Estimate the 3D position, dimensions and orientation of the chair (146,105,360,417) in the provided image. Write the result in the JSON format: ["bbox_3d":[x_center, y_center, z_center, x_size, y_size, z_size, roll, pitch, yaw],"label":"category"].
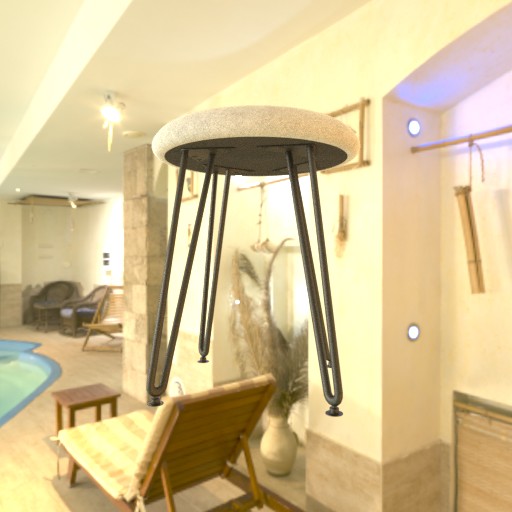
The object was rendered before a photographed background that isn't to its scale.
[{"bbox_3d":[0.000,0.000,0.675,0.350,0.386,0.350,0,0,-36],"label":"chair"}]
